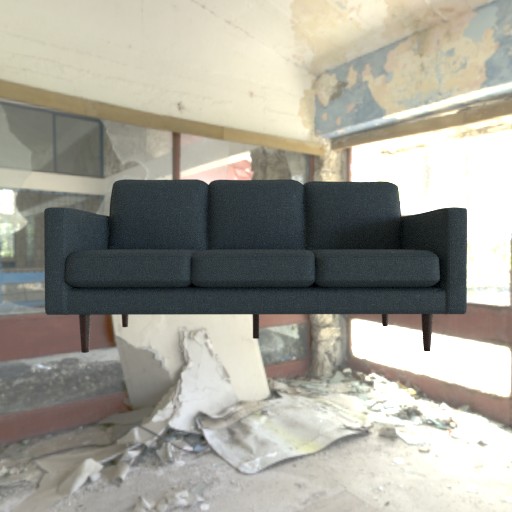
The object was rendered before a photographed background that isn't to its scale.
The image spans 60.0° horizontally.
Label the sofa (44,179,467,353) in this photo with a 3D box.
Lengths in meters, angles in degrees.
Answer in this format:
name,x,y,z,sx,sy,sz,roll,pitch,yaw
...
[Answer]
name,x,y,z,sx,sy,sz,roll,pitch,yaw
sofa,0.000,0.000,2.523,2.013,0.945,0.935,0,1,-1
